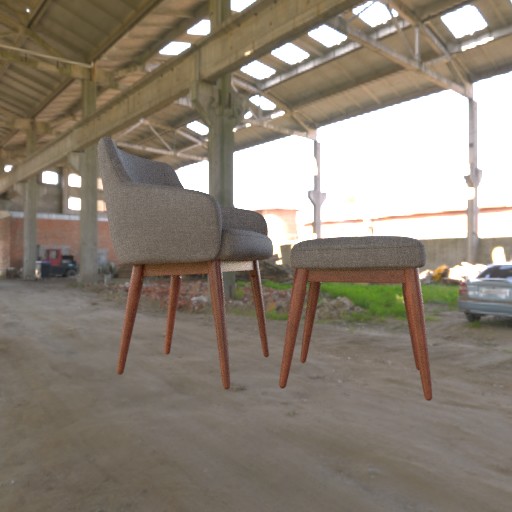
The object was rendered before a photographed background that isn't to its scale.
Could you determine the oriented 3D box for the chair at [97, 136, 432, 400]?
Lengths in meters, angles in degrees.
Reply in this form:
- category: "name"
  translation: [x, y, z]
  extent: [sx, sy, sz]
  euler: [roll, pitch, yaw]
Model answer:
- category: "chair"
  translation: [0.000, 0.000, 1.539]
  extent: [1.107, 0.799, 0.584]
  euler: [0, -1, 16]
